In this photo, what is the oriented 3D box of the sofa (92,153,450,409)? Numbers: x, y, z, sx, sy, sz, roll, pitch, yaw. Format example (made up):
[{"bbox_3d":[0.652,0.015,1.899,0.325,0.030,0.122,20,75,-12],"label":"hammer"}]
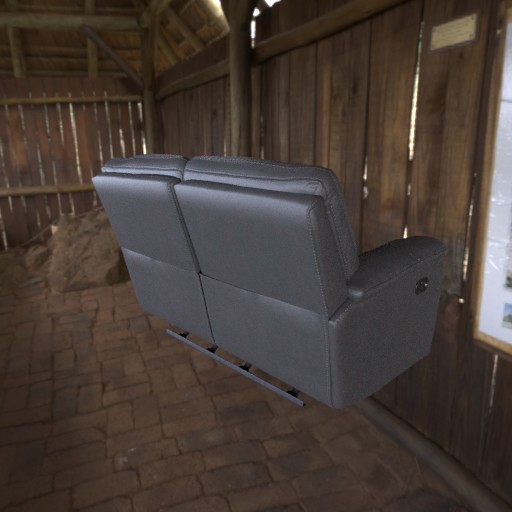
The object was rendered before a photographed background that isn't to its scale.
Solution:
[{"bbox_3d":[0.000,0.000,2.465,1.104,1.111,1.765,-13,20,-42],"label":"sofa"}]
